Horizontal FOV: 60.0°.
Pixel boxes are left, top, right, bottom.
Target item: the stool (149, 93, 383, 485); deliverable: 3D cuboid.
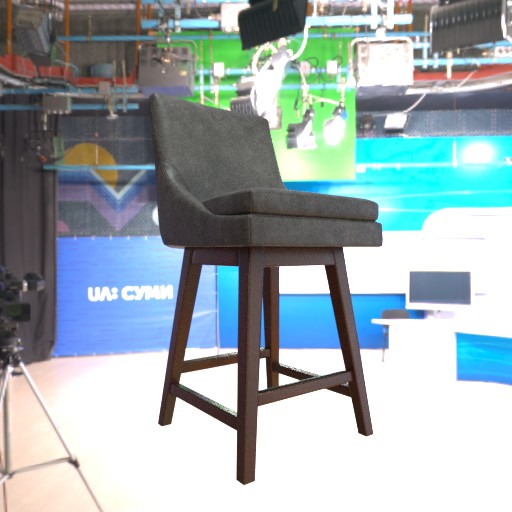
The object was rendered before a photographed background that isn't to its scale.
[{"bbox_3d":[0.000,0.000,1.357,0.492,1.046,0.587,0,1,-37],"label":"stool"}]
